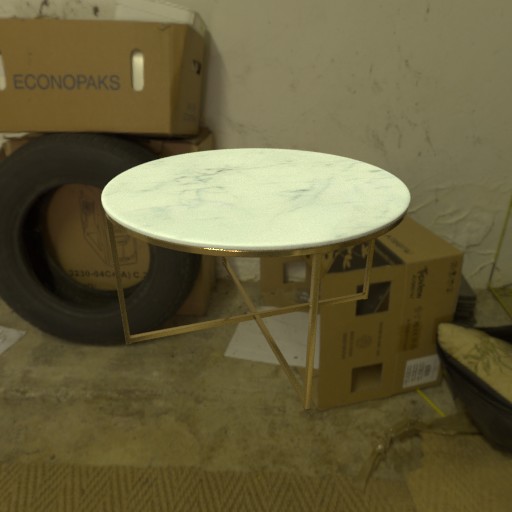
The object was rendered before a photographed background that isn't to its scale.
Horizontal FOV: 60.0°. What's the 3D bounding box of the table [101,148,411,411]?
[{"bbox_3d":[0.000,0.000,1.299,0.800,0.450,0.800,0,27,0],"label":"table"}]
